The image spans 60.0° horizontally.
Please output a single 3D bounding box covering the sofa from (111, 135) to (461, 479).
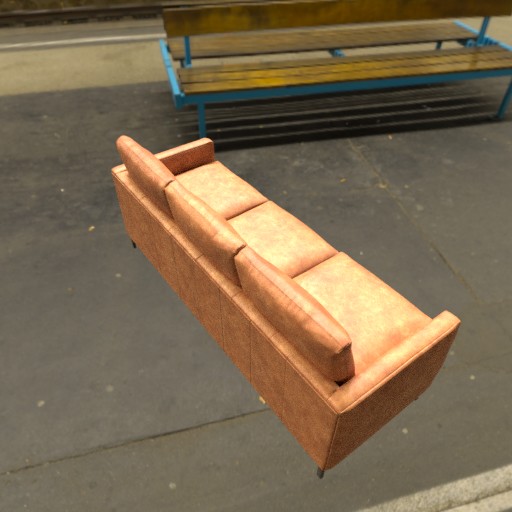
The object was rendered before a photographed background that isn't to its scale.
[{"bbox_3d":[0.000,0.000,2.397,0.748,0.863,2.029,-26,48,-26],"label":"sofa"}]
